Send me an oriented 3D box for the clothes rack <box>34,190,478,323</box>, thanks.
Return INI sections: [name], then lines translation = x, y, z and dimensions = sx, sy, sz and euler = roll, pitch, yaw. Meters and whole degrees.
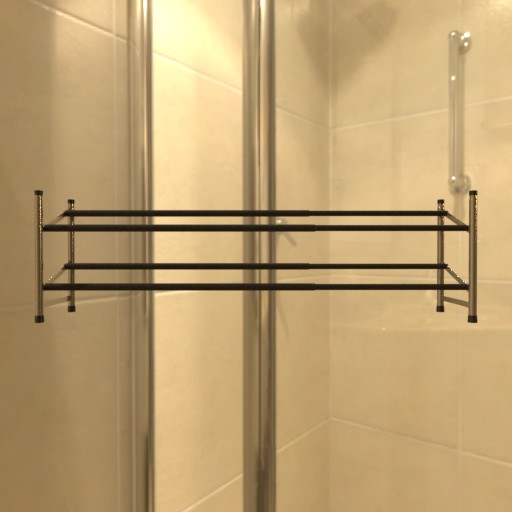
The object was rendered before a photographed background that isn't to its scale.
[clothes rack]
translation = 0.000, 0.000, 1.272
dimensions = 1.168, 0.349, 0.229
euler = 0, 1, 0
